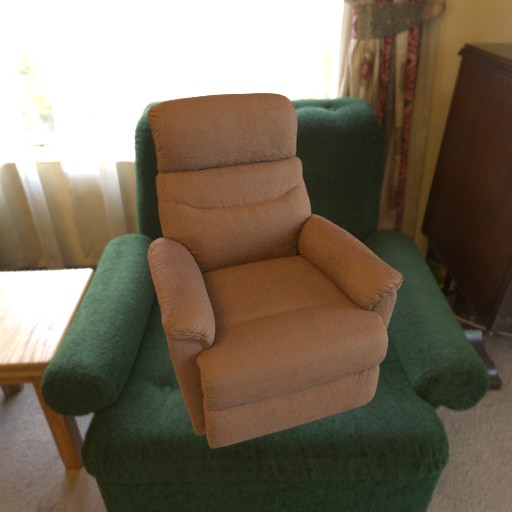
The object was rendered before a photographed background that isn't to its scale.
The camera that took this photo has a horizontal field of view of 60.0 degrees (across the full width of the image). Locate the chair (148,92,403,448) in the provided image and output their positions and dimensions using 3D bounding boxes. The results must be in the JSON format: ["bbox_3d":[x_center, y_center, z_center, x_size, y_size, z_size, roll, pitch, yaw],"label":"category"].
[{"bbox_3d":[0.000,0.000,1.731,0.820,1.037,1.004,-10,34,-16],"label":"chair"}]
